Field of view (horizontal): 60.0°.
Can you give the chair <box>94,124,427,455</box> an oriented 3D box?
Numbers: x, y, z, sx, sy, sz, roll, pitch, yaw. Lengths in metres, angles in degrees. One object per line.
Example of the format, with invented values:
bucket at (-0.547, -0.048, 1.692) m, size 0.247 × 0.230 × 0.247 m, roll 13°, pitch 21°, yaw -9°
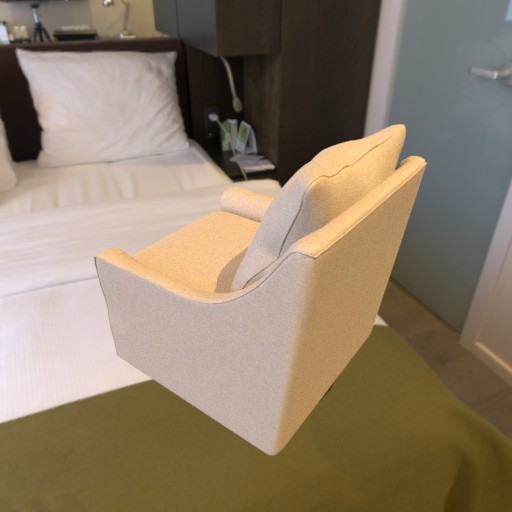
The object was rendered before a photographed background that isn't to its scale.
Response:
chair at (0.000, 0.000, 1.598) m, size 0.876 × 0.942 × 0.760 m, roll 21°, pitch 38°, yaw 30°
